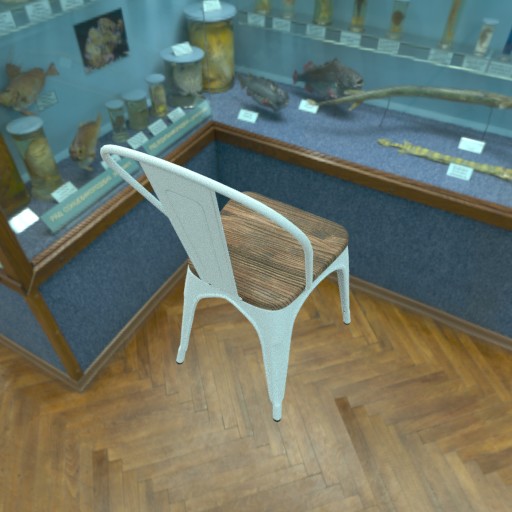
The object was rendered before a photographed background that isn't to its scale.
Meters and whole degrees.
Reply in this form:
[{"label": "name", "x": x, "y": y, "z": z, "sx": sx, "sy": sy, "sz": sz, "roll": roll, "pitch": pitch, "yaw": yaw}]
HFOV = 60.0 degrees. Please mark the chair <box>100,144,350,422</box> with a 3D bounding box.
[{"label": "chair", "x": 0.000, "y": 0.000, "z": 1.155, "sx": 0.452, "sy": 0.851, "sz": 0.521, "roll": 24, "pitch": 50, "yaw": 22}]
